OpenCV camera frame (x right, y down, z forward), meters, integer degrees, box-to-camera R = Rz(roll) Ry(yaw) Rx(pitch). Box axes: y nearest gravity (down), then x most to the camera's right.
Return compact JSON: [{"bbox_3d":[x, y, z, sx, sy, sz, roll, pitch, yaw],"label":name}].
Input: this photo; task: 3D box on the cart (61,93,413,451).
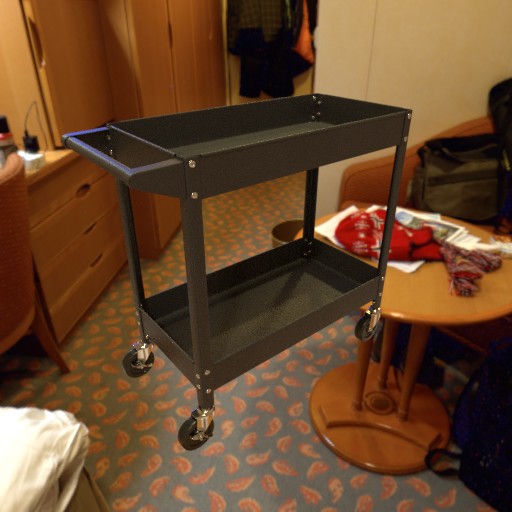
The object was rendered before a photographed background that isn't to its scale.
[{"bbox_3d":[0.000,0.000,1.191,0.779,0.719,0.366,-21,35,-33],"label":"cart"}]
